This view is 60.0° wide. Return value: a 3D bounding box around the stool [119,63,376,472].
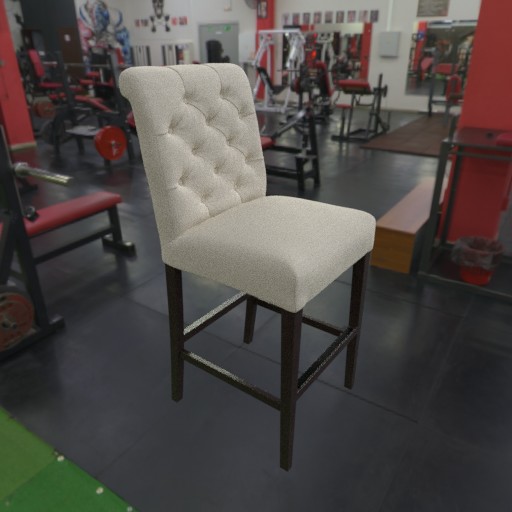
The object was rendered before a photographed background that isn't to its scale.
[{"bbox_3d":[0.000,0.000,1.422,0.610,1.118,0.482,18,31,32],"label":"stool"}]
